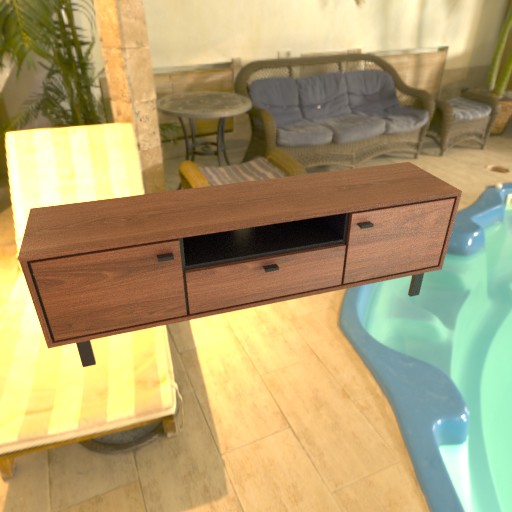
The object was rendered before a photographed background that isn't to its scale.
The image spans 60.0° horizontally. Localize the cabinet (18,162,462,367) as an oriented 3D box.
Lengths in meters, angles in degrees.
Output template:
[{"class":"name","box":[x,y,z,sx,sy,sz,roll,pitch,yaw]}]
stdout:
[{"class":"cabinet","box":[0.000,0.000,1.847,1.650,0.500,0.400,-10,33,-15]}]
